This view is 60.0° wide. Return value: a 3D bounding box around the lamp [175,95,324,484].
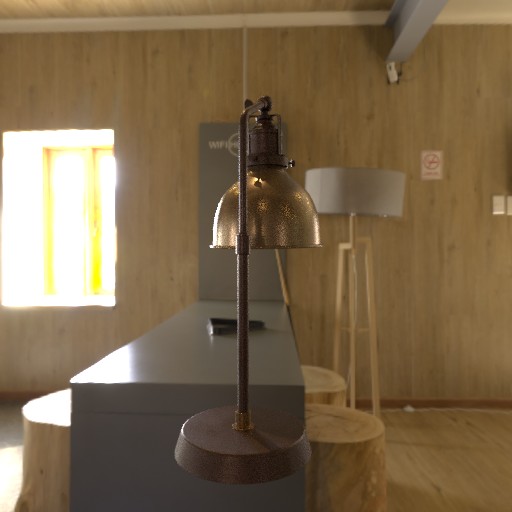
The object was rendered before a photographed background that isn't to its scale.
[{"bbox_3d":[0.000,0.000,0.602,0.175,0.469,0.298,0,1,17],"label":"lamp"}]
